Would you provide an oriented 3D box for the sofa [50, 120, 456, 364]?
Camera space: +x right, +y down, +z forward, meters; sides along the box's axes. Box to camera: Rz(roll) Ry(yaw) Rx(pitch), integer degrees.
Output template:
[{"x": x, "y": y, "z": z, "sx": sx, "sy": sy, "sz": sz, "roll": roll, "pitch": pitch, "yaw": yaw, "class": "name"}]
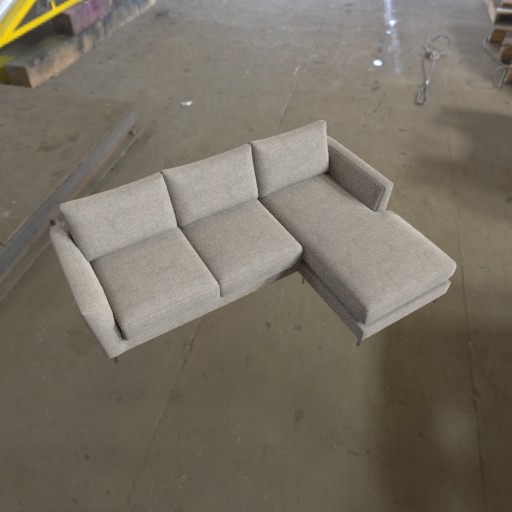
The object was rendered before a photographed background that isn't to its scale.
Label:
[{"x": 0.000, "y": 0.000, "z": 3.157, "sx": 2.438, "sy": 0.864, "sz": 1.626, "roll": -23, "pitch": 50, "yaw": -21, "class": "sofa"}]
